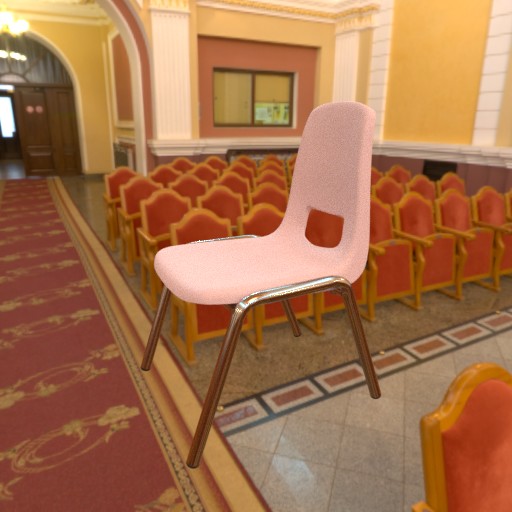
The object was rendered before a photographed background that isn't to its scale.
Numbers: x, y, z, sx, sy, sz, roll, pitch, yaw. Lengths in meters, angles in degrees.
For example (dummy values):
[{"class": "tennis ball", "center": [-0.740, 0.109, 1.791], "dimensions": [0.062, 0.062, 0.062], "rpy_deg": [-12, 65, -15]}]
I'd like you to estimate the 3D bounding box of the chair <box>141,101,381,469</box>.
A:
[{"class": "chair", "center": [0.000, 0.000, 0.879], "dimensions": [0.423, 0.586, 0.354], "rpy_deg": [-8, 19, -25]}]
